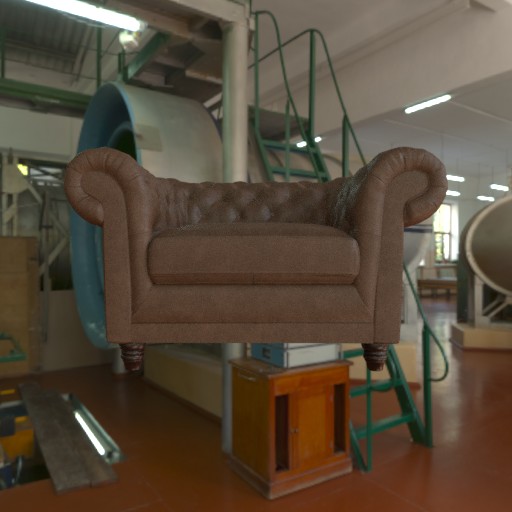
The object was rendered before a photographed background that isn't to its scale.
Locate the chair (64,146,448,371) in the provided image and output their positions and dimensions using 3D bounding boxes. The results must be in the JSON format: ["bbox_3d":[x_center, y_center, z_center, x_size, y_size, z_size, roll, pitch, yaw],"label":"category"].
[{"bbox_3d":[0.000,0.000,1.920,1.298,0.784,0.954,0,0,1],"label":"chair"}]
